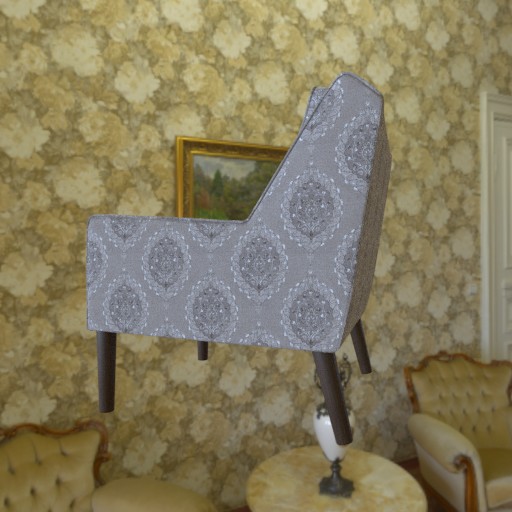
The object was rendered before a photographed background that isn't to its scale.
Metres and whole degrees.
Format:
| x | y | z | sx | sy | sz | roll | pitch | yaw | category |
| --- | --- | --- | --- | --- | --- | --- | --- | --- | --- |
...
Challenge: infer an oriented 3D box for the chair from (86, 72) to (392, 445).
| x | y | z | sx | sy | sz | roll | pitch | yaw | category |
| --- | --- | --- | --- | --- | --- | --- | --- | --- | --- |
| 0.000 | 0.000 | 1.310 | 0.750 | 0.797 | 0.665 | 0 | 1 | 19 | chair |
